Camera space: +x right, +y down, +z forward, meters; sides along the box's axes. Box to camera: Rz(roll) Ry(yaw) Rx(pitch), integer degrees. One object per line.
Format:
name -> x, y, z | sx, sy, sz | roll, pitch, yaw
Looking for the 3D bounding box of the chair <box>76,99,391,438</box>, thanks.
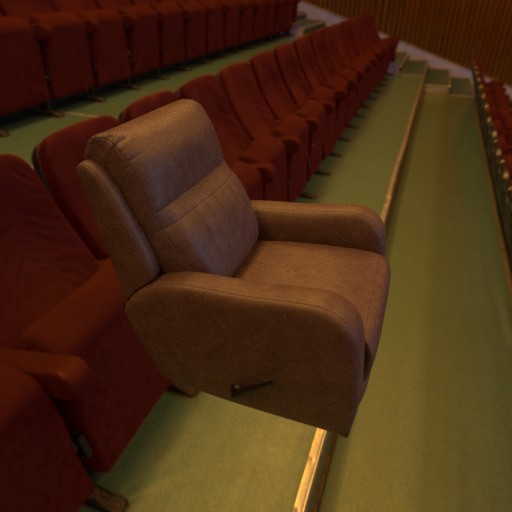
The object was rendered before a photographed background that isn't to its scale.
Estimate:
chair -> 0.000, 0.000, 1.801 | 1.067, 1.067, 0.865 | 11, 33, 17
